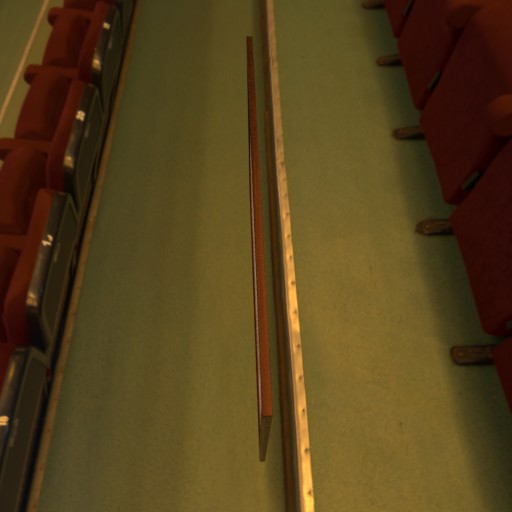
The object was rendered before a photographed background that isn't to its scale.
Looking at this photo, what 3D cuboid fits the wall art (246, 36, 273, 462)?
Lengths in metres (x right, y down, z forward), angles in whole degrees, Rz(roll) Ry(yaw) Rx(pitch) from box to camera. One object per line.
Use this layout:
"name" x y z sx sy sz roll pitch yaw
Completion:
"wall art" 0.000 0.000 1.028 0.014 0.559 0.816 -2 60 -1
